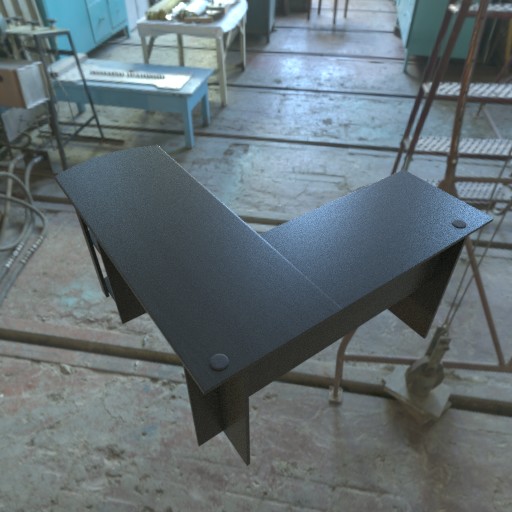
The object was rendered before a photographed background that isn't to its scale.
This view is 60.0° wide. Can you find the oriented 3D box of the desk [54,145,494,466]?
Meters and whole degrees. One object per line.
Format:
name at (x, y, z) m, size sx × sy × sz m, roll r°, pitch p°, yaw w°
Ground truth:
desk at (0.000, 0.000, 2.093) m, size 1.303 × 0.716 × 1.361 m, roll -25°, pitch 48°, yaw -26°
